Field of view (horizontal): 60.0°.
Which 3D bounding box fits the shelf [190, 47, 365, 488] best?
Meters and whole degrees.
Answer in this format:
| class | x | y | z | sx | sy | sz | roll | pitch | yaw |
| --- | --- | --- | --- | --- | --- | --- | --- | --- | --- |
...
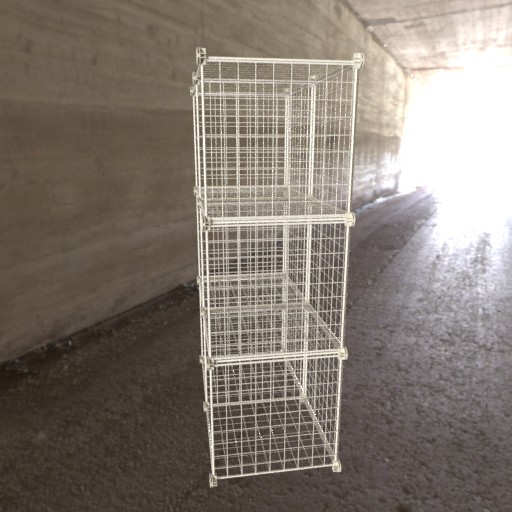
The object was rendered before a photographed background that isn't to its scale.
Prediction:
| class | x | y | z | sx | sy | sz | roll | pitch | yaw |
| --- | --- | --- | --- | --- | --- | --- | --- | --- | --- |
| shelf | 0.000 | 0.000 | 1.389 | 0.356 | 1.067 | 0.711 | -2 | 15 | -9 |
